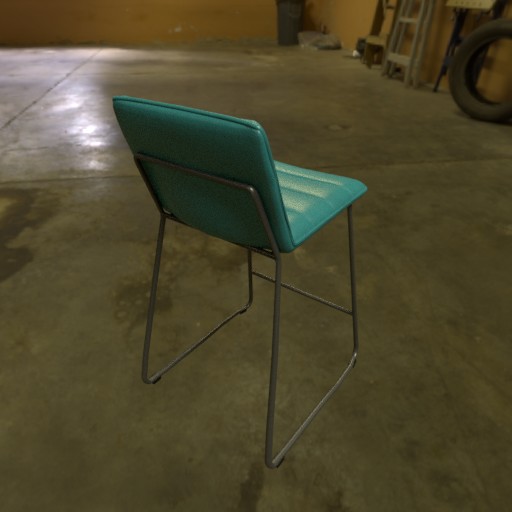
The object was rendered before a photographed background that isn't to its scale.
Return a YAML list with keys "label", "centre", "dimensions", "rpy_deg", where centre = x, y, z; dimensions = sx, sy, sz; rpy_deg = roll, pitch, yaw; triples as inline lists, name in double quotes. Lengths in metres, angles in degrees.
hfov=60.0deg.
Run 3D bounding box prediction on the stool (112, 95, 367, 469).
- label: "stool"
  centre: [0.000, 0.000, 1.190]
  dimensions: [0.489, 0.866, 0.524]
  rpy_deg: [21, 37, 31]
